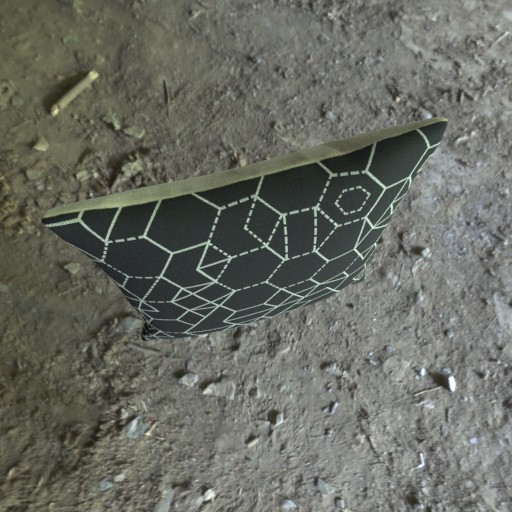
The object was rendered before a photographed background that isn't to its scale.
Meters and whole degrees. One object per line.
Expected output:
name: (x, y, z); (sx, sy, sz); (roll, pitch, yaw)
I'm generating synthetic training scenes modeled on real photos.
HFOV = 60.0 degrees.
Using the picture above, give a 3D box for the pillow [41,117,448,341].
pillow: (0.000, 0.000, 0.764); (0.517, 0.508, 0.158); (-15, 65, -7)
